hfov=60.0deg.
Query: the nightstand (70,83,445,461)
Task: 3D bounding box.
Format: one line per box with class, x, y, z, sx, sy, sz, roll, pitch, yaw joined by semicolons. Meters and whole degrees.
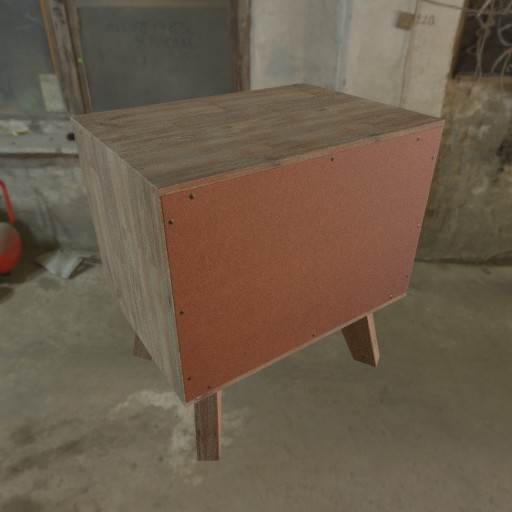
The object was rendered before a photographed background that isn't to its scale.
nightstand;0.000;0.000;0.957;0.552;0.589;0.396;-20;37;-28
